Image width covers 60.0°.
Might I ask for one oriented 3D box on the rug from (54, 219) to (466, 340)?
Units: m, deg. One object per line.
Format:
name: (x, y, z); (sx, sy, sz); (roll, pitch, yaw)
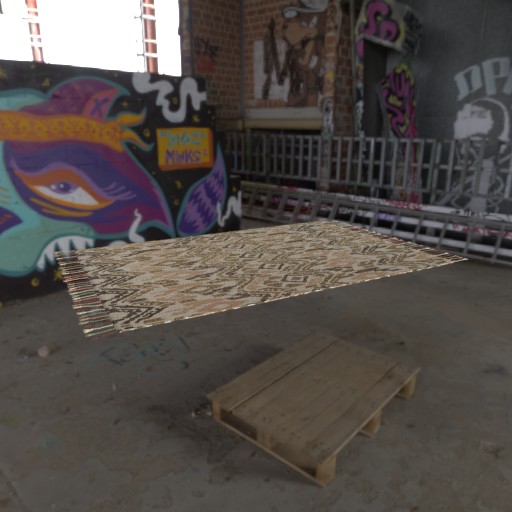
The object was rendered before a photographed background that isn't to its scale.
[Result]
rug: (0.000, 0.000, 3.034); (2.438, 0.008, 1.524); (-9, 19, -27)
